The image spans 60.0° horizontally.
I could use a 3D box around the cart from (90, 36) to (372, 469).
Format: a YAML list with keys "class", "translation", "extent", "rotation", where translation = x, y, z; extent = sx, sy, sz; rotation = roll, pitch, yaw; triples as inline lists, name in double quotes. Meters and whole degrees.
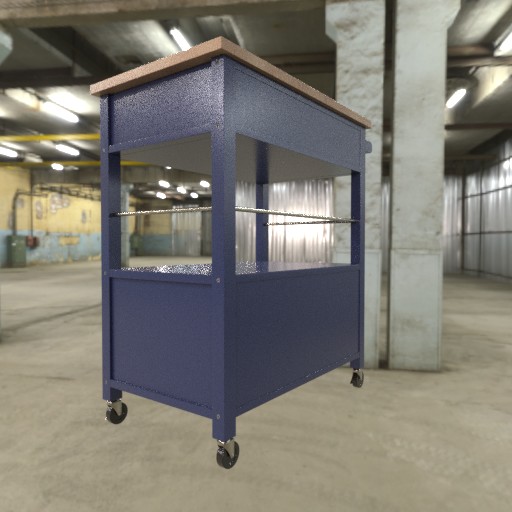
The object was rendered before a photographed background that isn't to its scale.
- class: "cart"
  translation: [0.000, 0.000, 1.367]
  extent: [0.459, 0.901, 0.840]
  rotation: [1, 2, 37]
